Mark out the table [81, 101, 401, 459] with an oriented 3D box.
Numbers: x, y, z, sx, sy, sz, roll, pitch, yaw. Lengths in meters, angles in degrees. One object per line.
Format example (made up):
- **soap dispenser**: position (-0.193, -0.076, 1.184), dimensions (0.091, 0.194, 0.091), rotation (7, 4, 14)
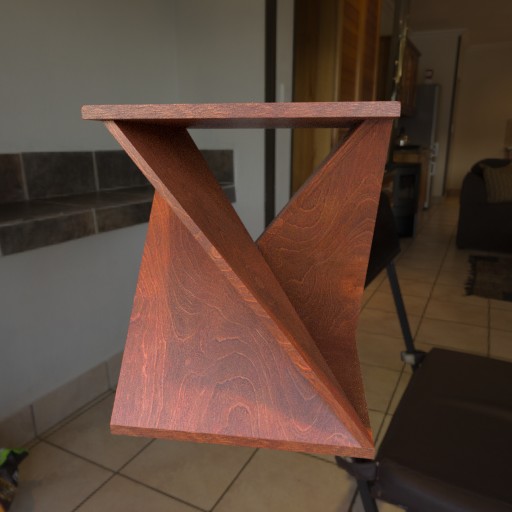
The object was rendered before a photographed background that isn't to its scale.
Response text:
- **table**: position (0.000, 0.000, 0.850), dimensions (0.427, 0.520, 0.427), rotation (2, 14, 8)
